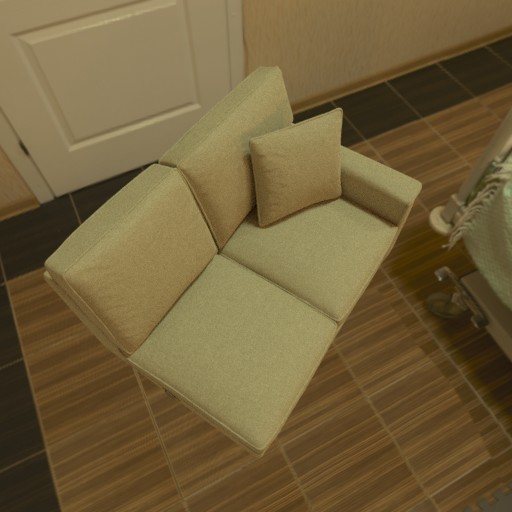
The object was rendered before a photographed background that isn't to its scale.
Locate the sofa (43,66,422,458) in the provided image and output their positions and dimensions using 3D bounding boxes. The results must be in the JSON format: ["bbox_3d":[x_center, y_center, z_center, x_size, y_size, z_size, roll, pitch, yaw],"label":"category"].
[{"bbox_3d":[0.000,0.000,2.038,0.991,0.989,1.388,30,64,17],"label":"sofa"}]
